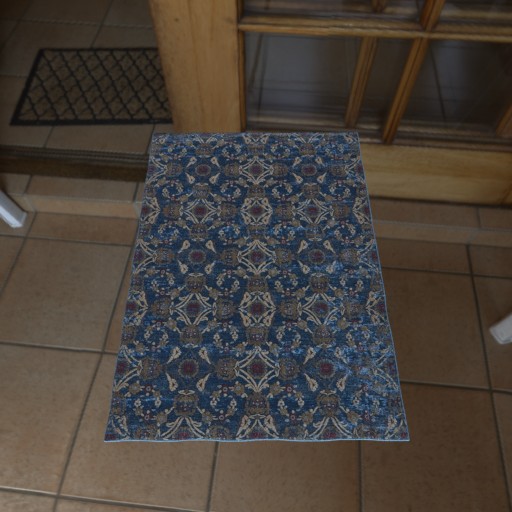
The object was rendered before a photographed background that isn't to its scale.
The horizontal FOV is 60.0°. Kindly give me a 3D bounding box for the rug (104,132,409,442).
[{"bbox_3d":[0.000,0.000,2.833,1.567,0.014,2.207,0,59,0],"label":"rug"}]
